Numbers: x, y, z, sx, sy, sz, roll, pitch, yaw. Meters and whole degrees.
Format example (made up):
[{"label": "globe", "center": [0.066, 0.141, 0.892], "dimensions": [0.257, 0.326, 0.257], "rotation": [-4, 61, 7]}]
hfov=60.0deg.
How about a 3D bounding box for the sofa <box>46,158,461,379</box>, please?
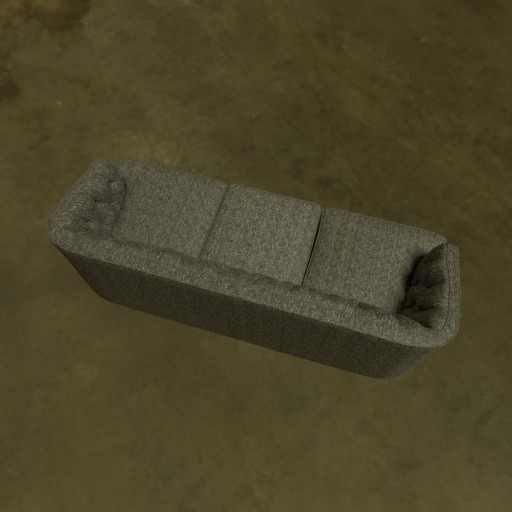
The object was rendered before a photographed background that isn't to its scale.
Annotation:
[{"label": "sofa", "center": [0.000, 0.000, 2.775], "dimensions": [2.278, 0.855, 0.941], "rotation": [15, 64, 7]}]
